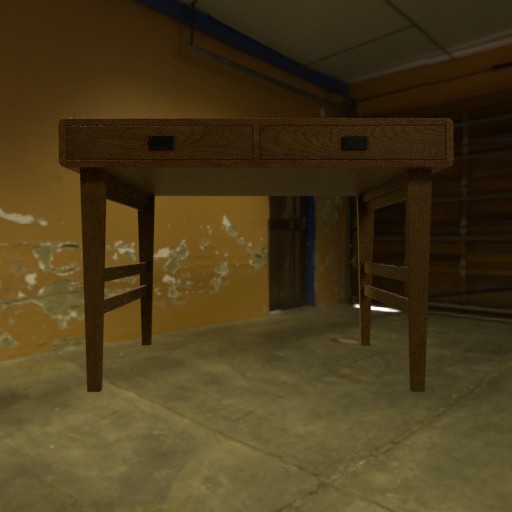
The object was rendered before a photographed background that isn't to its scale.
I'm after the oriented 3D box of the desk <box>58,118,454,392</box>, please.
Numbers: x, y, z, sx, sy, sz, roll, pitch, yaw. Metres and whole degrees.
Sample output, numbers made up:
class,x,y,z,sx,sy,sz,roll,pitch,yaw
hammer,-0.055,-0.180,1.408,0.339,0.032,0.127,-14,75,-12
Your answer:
class,x,y,z,sx,sy,sz,roll,pitch,yaw
desk,0.000,0.000,1.526,1.066,0.754,0.660,0,1,0
